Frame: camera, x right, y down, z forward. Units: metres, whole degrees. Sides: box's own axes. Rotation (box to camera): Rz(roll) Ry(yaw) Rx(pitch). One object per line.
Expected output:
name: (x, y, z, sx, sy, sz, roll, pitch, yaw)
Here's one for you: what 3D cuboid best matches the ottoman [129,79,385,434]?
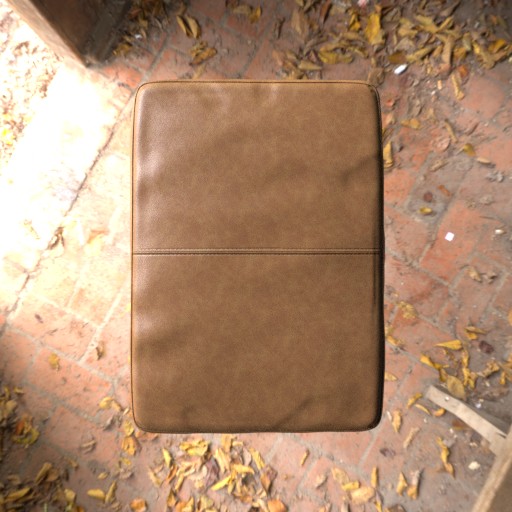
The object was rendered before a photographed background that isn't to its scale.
ottoman: (0.000, 0.000, 1.222, 0.630, 0.461, 0.869, 0, 89, -1)
